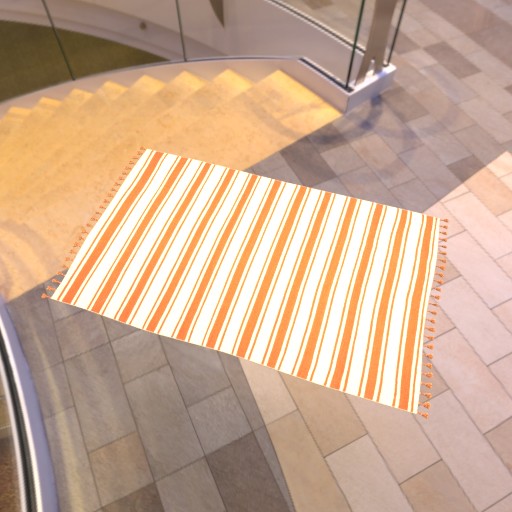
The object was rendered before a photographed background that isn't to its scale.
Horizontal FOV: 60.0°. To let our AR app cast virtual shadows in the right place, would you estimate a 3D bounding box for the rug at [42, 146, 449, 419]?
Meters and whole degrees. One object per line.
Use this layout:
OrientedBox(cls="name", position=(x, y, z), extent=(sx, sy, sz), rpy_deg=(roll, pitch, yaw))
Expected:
OrientedBox(cls="rug", position=(0.000, 0.000, 2.550), extent=(2.092, 0.017, 1.232), rpy_deg=(15, 58, 10))
